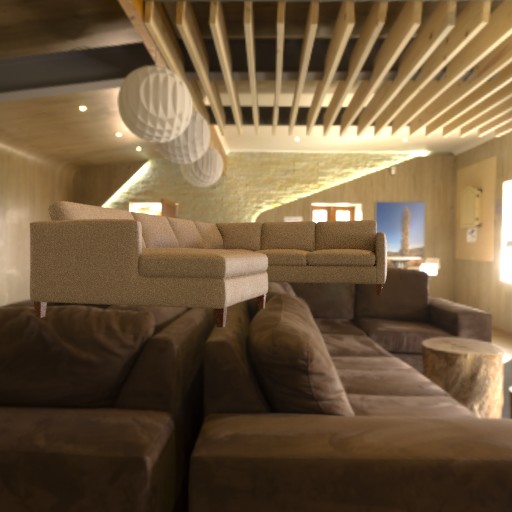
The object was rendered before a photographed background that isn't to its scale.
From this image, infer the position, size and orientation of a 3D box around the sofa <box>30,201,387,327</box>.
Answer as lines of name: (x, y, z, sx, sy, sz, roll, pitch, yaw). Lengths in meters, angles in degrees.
sofa: (0.000, 0.000, 4.519, 2.551, 0.889, 3.403, 0, 1, 17)
